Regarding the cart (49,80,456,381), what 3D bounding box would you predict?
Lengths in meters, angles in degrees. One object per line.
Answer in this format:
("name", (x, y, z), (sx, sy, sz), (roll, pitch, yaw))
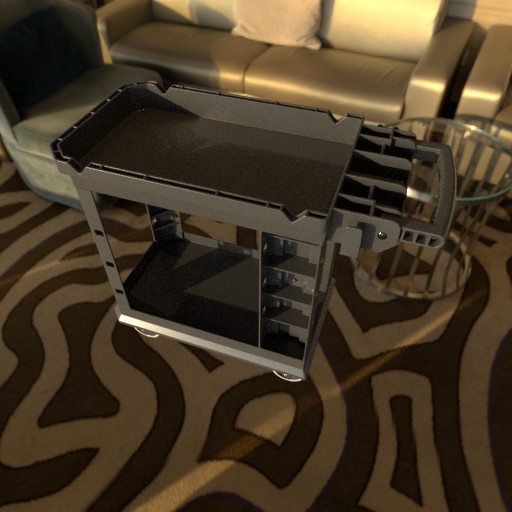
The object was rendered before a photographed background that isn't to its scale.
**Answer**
("cart", (0.000, 0.000, 1.524), (1.061, 0.884, 0.497), (14, 48, 13))
